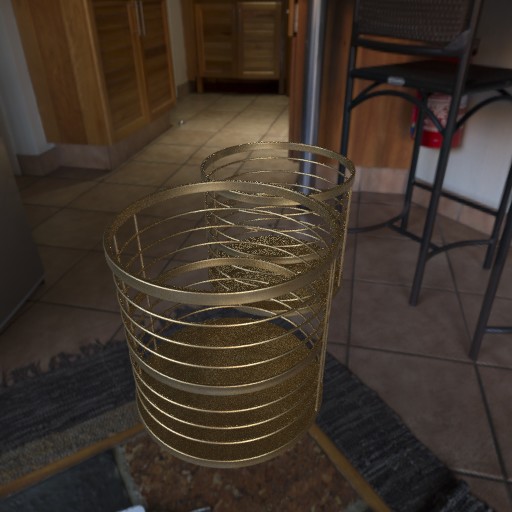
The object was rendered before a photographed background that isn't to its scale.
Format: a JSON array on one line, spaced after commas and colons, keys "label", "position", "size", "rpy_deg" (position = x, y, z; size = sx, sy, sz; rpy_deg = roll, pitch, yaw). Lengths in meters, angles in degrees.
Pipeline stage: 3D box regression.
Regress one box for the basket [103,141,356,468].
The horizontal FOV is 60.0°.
[{"label": "basket", "position": [0.000, 0.000, 0.932], "size": [0.356, 0.351, 0.746], "rpy_deg": [8, 33, 13]}]
